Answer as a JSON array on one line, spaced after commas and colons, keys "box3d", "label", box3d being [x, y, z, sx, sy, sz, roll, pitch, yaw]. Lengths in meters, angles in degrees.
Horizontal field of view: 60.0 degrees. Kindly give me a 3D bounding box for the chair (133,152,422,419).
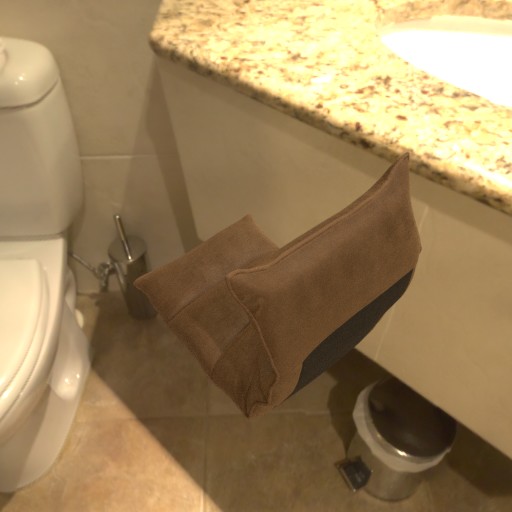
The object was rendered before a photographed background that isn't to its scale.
[{"box3d": [0.000, 0.000, 1.635, 0.714, 0.892, 0.985, -31, 54, -26], "label": "chair"}]
